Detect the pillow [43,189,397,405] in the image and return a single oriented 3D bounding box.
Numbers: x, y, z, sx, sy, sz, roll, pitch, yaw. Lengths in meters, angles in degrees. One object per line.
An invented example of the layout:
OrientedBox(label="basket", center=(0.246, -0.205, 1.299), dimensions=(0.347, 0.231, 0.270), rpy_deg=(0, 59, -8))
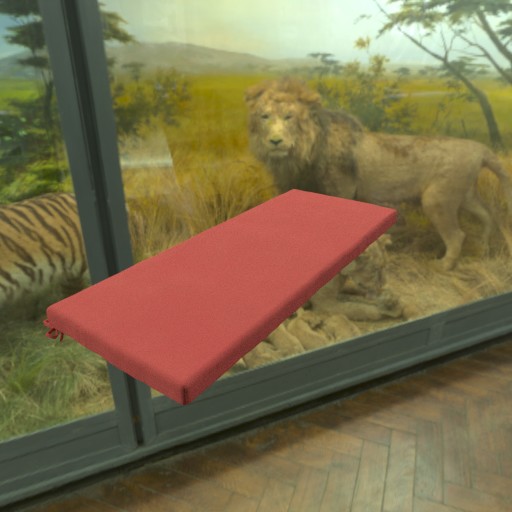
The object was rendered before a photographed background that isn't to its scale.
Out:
OrientedBox(label="pillow", center=(0.000, 0.000, 1.363), dimensions=(0.492, 0.081, 1.187), rpy_deg=(17, 31, 31))
